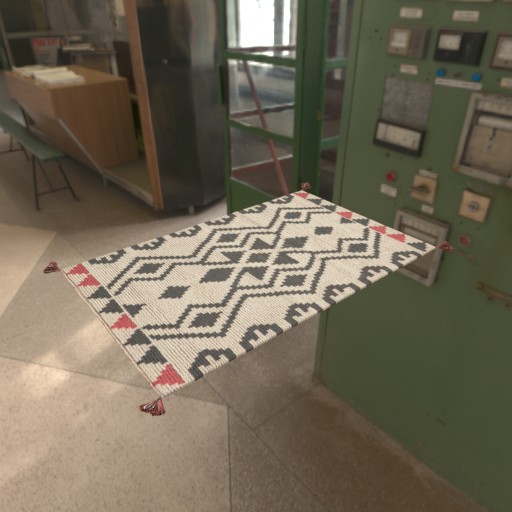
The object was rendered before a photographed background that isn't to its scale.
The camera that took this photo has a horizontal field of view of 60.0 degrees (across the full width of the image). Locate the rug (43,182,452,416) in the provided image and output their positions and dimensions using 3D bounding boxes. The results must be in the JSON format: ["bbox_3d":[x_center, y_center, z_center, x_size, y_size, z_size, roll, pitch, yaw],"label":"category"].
[{"bbox_3d":[0.000,0.000,3.355,2.672,0.066,1.741,-22,37,-33],"label":"rug"}]
